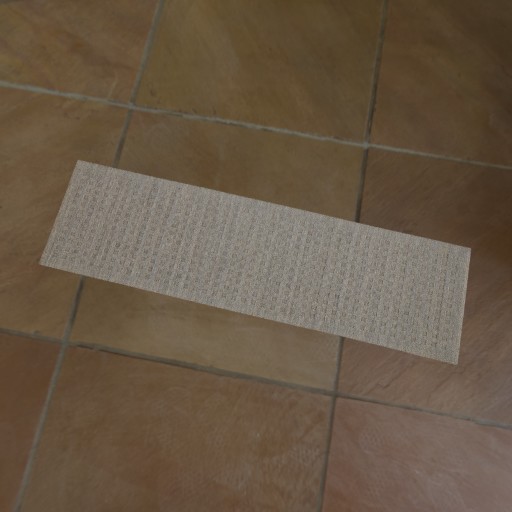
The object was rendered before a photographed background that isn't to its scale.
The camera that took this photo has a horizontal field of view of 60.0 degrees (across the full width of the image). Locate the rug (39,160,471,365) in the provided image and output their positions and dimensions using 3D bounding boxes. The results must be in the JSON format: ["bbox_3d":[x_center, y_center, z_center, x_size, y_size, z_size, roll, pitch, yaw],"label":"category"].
[{"bbox_3d":[0.000,0.000,2.593,2.437,0.005,0.688,13,76,3],"label":"rug"}]
